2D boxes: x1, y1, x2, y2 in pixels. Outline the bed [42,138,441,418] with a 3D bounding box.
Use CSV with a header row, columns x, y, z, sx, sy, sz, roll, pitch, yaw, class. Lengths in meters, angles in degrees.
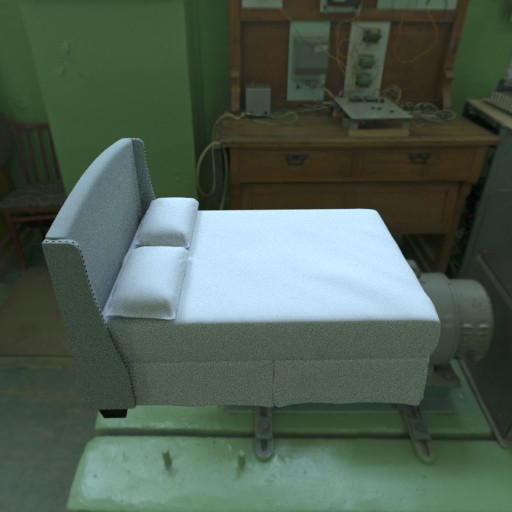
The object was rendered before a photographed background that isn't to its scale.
x,y,z,sx,sy,sz,roll,pitch,yaw,class
0.000,0.000,3.257,2.237,1.407,1.710,-1,32,-1,bed
